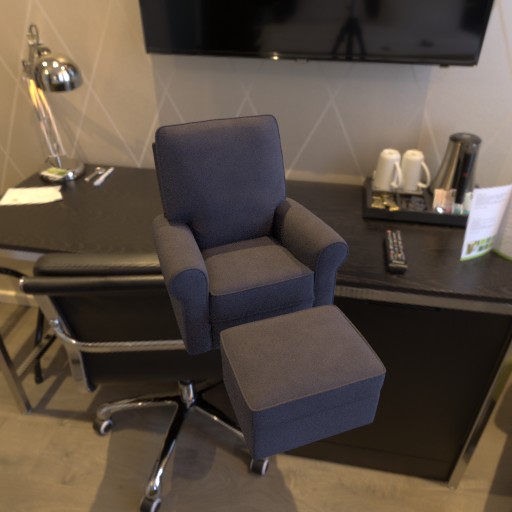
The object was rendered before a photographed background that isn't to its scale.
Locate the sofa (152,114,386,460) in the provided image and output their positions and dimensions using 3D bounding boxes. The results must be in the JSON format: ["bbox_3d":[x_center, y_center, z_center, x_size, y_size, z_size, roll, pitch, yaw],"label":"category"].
[{"bbox_3d":[0.000,0.000,2.096,0.880,0.959,1.478,-11,35,-16],"label":"sofa"}]
